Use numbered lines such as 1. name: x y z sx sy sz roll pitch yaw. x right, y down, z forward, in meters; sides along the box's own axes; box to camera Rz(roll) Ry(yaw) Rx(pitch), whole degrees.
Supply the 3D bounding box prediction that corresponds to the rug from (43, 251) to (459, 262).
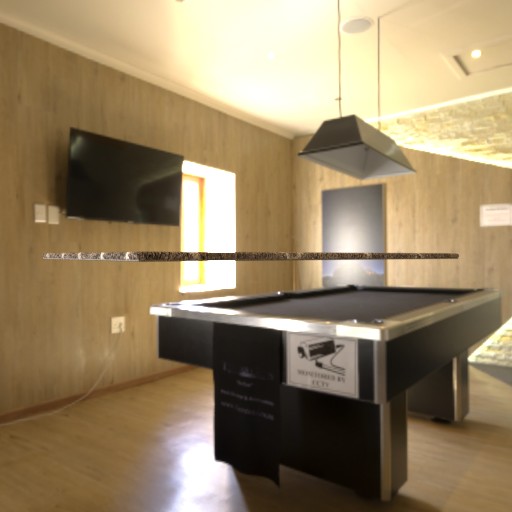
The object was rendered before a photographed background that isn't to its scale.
1. rug: 0.000 0.000 2.281 1.778 0.030 1.219 0 0 -37
